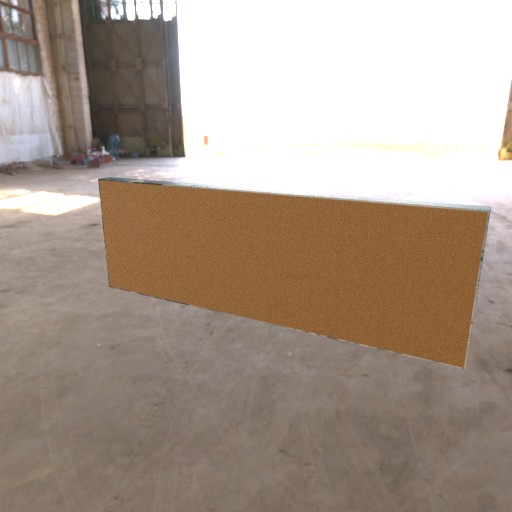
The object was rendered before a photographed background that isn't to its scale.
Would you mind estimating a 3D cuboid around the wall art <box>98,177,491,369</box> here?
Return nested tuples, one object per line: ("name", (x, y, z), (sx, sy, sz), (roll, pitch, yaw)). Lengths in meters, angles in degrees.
("wall art", (0.000, 0.000, 0.839), (0.759, 0.251, 0.037), (9, 19, 27))
